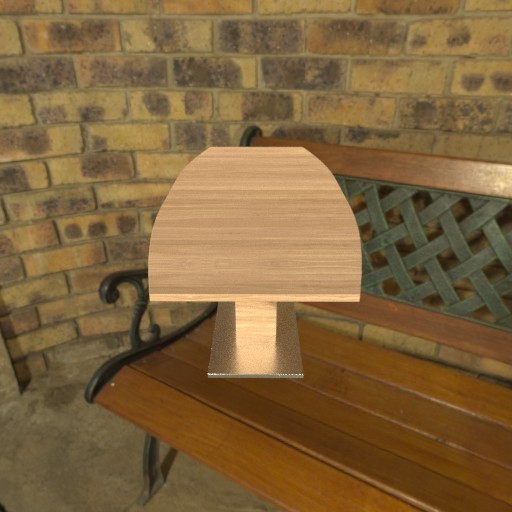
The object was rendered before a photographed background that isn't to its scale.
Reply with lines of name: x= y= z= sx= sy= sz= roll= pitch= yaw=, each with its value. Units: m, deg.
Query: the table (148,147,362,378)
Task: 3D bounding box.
table: x=0.000 y=0.000 z=2.476 sx=0.900 sy=0.750 sz=2.032 roll=0 pitch=27 yaw=0
